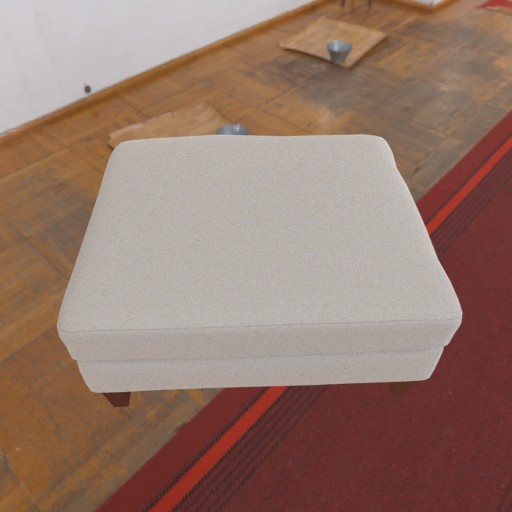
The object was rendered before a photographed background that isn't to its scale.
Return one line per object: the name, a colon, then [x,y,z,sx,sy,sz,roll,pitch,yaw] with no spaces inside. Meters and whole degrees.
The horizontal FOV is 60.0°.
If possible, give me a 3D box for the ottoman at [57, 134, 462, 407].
ottoman: [0.000,0.000,1.447,0.976,0.492,0.836,-2,46,-2]
